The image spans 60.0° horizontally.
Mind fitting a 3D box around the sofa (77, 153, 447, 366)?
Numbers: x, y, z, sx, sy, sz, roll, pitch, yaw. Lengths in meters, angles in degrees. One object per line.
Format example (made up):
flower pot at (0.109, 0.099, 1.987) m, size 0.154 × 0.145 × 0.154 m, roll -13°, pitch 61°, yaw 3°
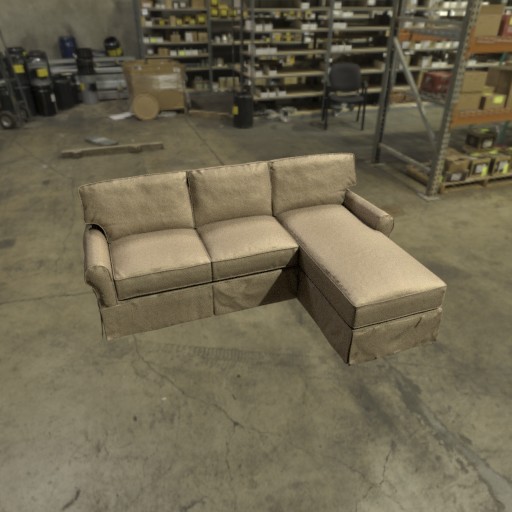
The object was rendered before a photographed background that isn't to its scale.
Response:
sofa at (0.000, 0.000, 3.389) m, size 2.475 × 0.978 × 1.733 m, roll -10°, pitch 33°, yaw -17°
